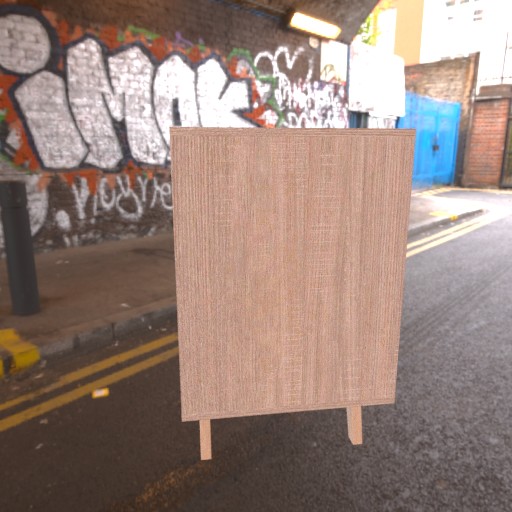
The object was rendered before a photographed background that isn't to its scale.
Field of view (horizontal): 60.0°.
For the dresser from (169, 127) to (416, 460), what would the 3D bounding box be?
[{"bbox_3d":[0.000,0.000,1.499,0.500,0.780,1.110,-2,13,-8],"label":"dresser"}]
